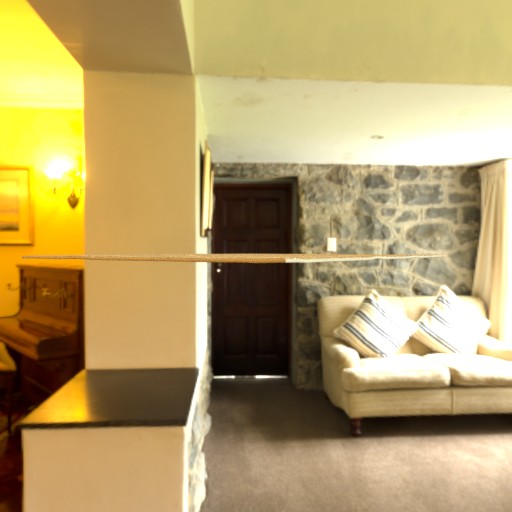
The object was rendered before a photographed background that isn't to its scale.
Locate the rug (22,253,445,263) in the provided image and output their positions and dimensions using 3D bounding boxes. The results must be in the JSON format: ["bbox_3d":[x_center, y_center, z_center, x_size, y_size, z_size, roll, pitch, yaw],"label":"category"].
[{"bbox_3d":[0.000,0.000,0.865,0.548,0.006,0.639,1,1,37],"label":"rug"}]
